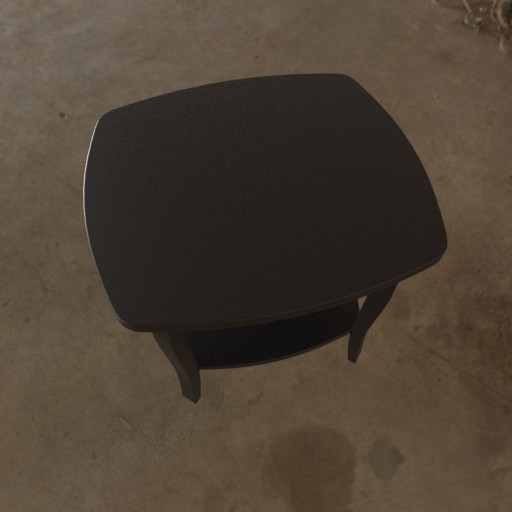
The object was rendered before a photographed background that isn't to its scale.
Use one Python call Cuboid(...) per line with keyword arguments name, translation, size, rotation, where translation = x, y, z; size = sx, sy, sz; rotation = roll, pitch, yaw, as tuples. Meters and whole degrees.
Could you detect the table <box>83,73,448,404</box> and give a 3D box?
Cuboid(name="table", translation=(0.000, 0.000, 0.855), size=(0.508, 0.457, 0.457), rotation=(-12, 59, -7))
